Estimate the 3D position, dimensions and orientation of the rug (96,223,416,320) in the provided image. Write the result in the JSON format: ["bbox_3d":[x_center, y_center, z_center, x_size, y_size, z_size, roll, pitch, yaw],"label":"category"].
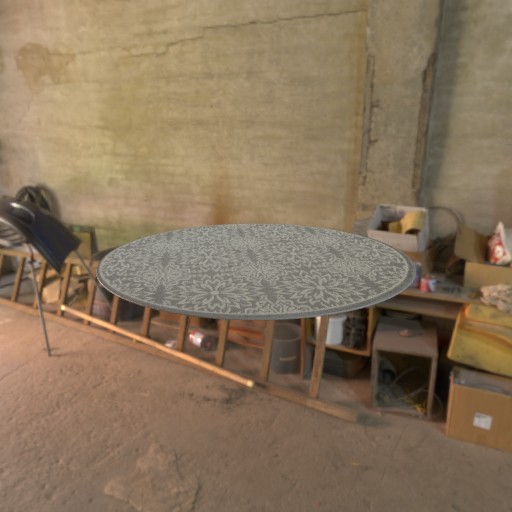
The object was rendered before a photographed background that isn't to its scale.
[{"bbox_3d":[0.000,0.000,2.335,1.593,0.012,1.593,0,16,0],"label":"rug"}]
